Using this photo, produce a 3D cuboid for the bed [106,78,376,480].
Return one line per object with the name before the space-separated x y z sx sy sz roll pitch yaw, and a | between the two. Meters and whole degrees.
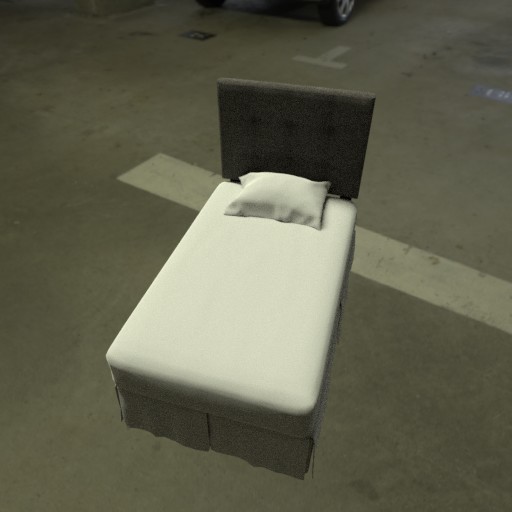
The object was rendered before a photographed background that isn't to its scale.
bed | 0.000 0.000 2.916 1.261 1.571 1.997 11 42 12
